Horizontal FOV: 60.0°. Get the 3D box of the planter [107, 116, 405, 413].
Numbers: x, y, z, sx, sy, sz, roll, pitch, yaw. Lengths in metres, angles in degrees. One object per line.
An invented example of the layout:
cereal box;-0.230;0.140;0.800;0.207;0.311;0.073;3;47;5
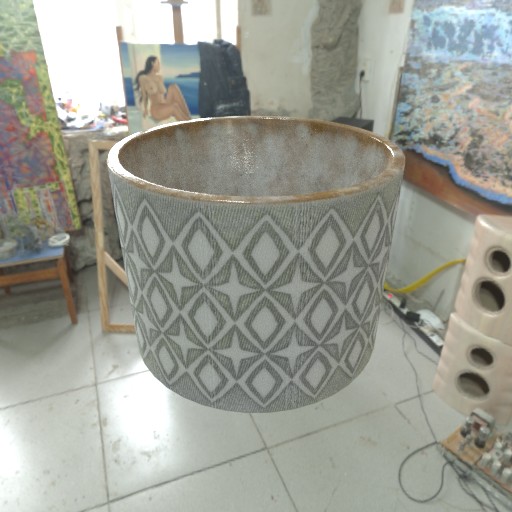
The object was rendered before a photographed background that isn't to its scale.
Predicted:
planter;0.000;0.000;0.447;0.255;0.223;0.255;0;29;0
